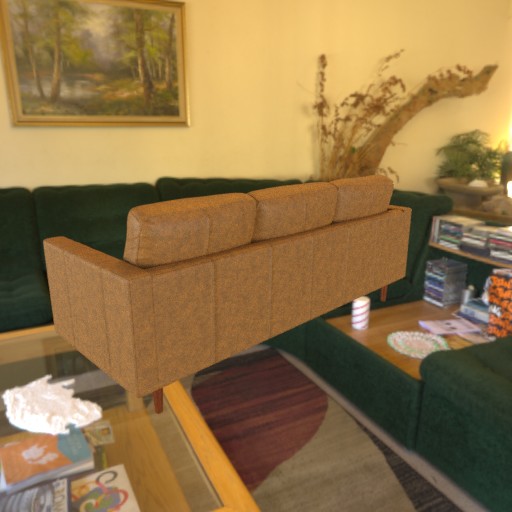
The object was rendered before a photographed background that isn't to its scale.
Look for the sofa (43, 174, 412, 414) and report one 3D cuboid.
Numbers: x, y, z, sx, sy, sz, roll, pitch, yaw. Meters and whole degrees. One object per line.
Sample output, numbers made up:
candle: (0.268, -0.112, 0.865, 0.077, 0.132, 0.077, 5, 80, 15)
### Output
sofa: (0.000, 0.000, 2.778, 2.231, 0.930, 0.903, -15, 22, -42)
